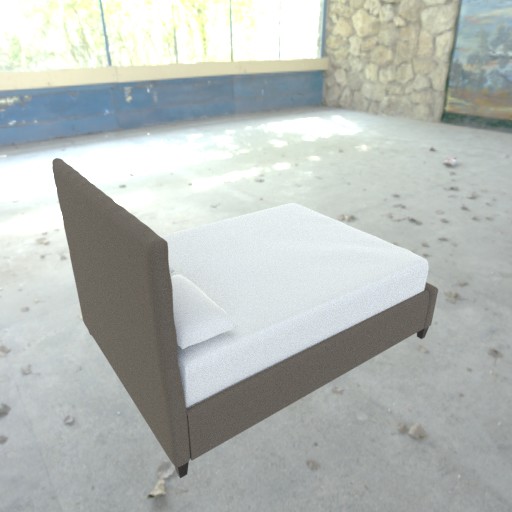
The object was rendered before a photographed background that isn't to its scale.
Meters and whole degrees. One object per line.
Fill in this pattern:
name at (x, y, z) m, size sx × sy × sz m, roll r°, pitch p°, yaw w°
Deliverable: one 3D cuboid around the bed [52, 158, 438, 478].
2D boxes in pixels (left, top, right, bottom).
bed at (0.000, 0.000, 3.264) m, size 2.233 × 1.426 × 1.696 m, roll -18°, pitch 31°, yaw -31°
